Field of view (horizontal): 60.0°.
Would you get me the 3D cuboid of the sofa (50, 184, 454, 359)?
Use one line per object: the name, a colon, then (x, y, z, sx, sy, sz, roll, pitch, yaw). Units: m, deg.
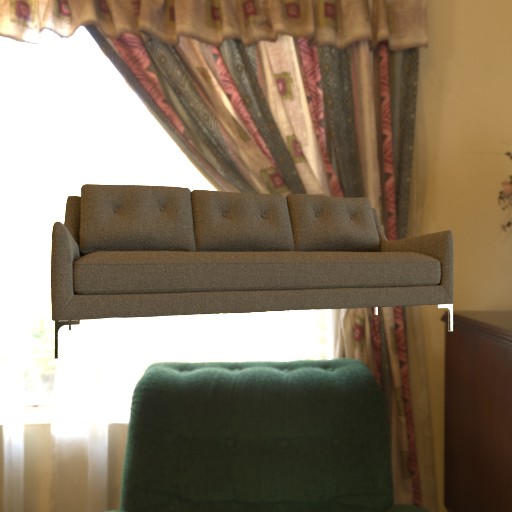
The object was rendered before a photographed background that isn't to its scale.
sofa: (0.000, 0.000, 2.507, 2.060, 0.837, 0.849, 0, 0, -19)
